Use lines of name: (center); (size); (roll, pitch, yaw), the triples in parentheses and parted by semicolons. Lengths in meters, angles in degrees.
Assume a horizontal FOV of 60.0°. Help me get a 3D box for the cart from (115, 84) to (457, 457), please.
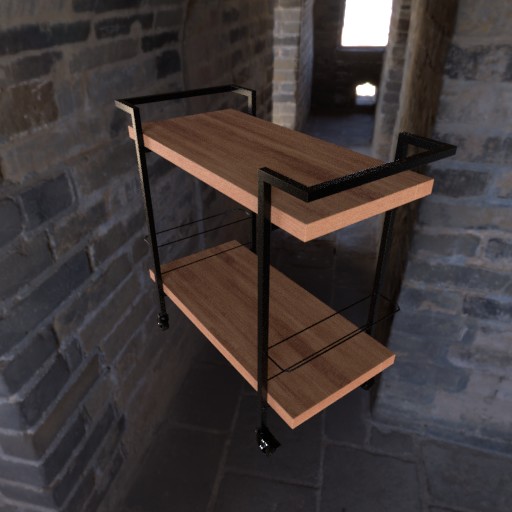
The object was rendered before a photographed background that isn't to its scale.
cart: (0.000, 0.000, 1.253); (0.406, 0.762, 0.806); (-21, 37, -30)
